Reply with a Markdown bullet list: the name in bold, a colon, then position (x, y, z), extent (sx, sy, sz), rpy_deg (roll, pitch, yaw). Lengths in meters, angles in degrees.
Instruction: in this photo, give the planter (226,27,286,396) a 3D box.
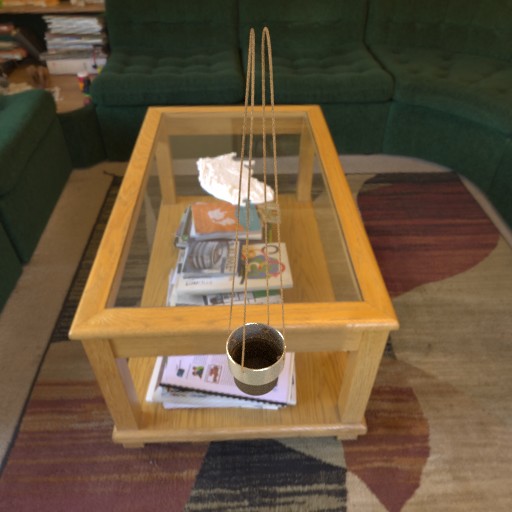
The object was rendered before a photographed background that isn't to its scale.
- **planter**: position (0.000, 0.000, 1.138), extent (0.187, 1.073, 0.187), rpy_deg (-13, 43, -15)
